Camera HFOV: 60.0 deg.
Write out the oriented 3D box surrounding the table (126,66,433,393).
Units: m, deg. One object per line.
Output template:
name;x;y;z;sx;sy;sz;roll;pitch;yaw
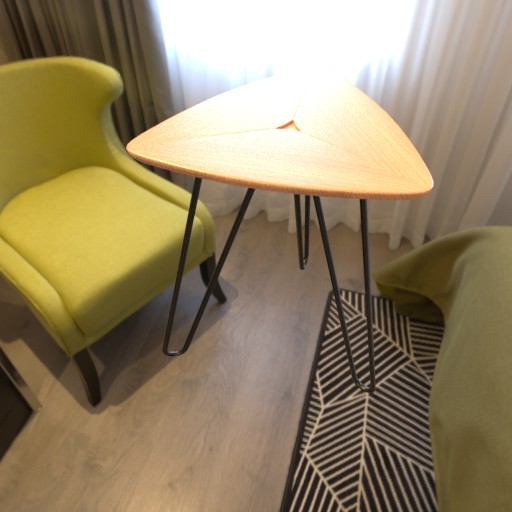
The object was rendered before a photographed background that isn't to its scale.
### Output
table;0.000;0.000;0.901;0.455;0.564;0.442;-11;46;-10
